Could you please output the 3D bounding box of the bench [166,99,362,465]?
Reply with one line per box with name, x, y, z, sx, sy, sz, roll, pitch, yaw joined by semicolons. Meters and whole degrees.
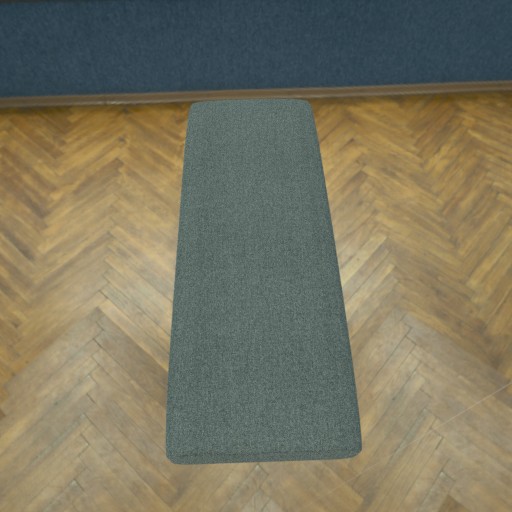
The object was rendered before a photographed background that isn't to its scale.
bench;0.000;0.000;1.873;0.631;0.384;1.598;-2;58;-1
